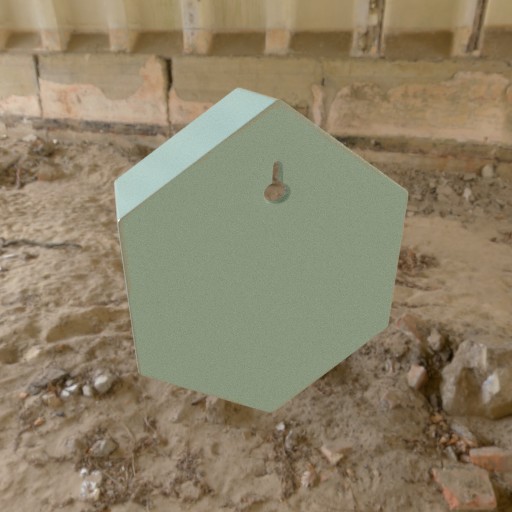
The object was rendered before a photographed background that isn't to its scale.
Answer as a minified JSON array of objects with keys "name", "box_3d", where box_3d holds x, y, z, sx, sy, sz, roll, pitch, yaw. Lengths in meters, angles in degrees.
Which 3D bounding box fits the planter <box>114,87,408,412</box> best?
[{"name":"planter","box_3d":[0.000,0.000,0.297,0.169,0.207,0.078,-8,26,-16]}]
